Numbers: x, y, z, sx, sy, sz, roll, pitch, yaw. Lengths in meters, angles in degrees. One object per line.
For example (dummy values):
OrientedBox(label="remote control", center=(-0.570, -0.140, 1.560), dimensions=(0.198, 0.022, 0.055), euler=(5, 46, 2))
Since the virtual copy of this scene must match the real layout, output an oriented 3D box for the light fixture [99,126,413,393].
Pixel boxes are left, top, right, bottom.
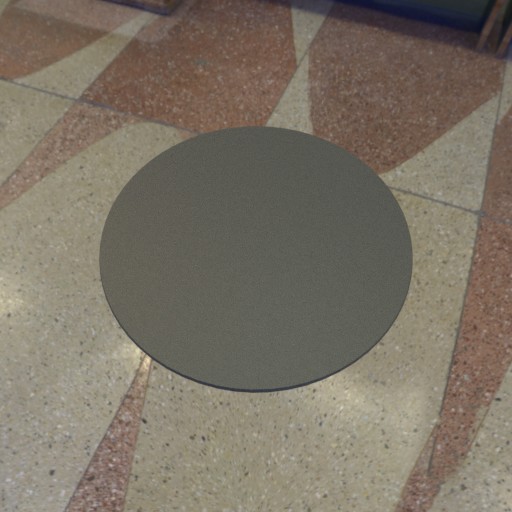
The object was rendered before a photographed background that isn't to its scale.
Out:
OrientedBox(label="light fixture", center=(0.000, 0.000, 0.568), dimensions=(0.368, 0.100, 0.368), euler=(0, 59, 0))
